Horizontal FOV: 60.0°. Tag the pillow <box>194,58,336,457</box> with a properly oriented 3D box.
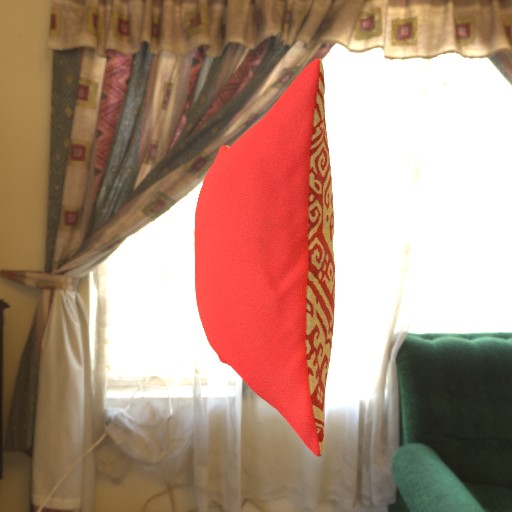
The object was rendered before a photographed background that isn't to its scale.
[{"bbox_3d":[0.000,0.000,0.798,0.192,0.507,0.522,0,1,-18],"label":"pillow"}]
